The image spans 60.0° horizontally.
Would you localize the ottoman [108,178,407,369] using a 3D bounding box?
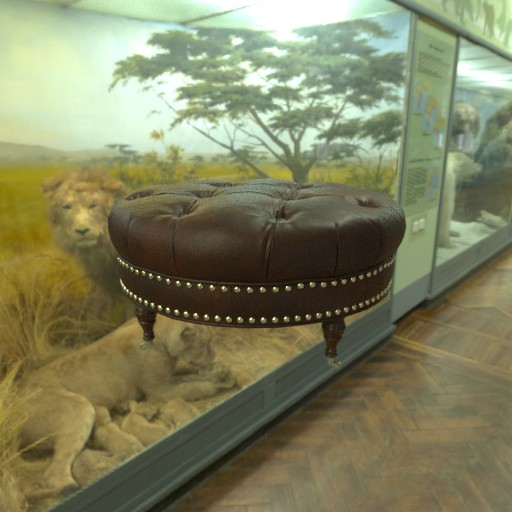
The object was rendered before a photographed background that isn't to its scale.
[{"bbox_3d":[0.000,0.000,1.428,0.901,0.455,0.901,0,16,0],"label":"ottoman"}]
